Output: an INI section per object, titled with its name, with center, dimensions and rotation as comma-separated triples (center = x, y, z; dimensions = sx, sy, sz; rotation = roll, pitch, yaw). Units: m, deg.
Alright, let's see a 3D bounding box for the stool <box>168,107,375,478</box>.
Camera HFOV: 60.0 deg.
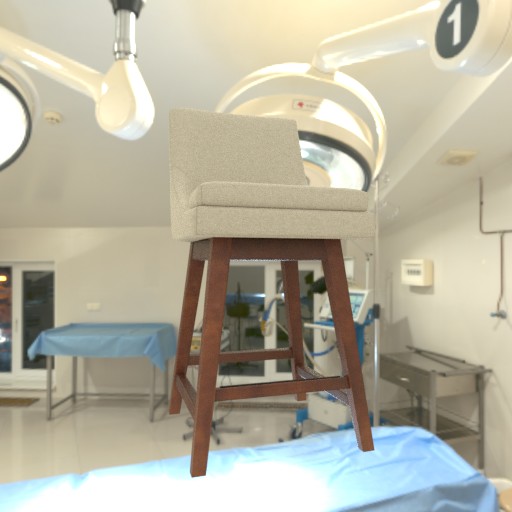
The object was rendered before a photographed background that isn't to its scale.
[stool]
center = 0.000, 0.000, 1.303
dimensions = 0.469, 0.991, 0.559
rotation = 0, 0, -18
